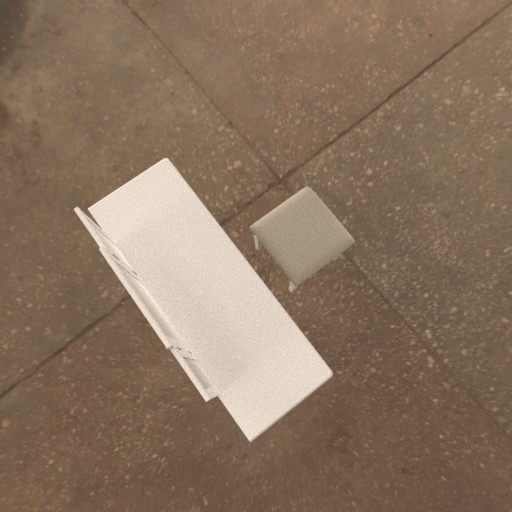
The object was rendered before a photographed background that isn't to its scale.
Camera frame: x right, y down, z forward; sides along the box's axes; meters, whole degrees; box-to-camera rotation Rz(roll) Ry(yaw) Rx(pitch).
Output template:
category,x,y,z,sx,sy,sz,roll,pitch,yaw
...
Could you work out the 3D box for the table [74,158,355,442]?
category,x,y,z,sx,sy,sz,roll,pitch,yaw
table,0.000,0.000,2.266,1.115,1.310,1.369,-36,78,-9
